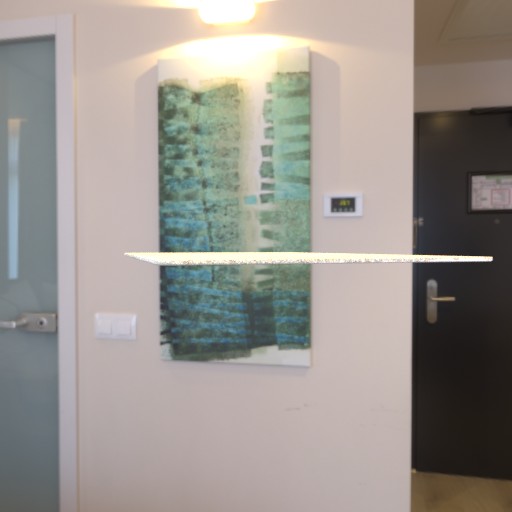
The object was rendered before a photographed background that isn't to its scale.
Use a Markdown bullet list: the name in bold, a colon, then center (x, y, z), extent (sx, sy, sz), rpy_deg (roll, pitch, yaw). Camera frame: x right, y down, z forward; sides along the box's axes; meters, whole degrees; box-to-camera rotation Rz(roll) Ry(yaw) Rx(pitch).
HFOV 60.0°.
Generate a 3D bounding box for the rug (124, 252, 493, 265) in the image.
- **rug**: center (0.000, 0.000, 3.364), extent (1.798, 0.025, 2.698), rpy_deg (0, 1, -19)
